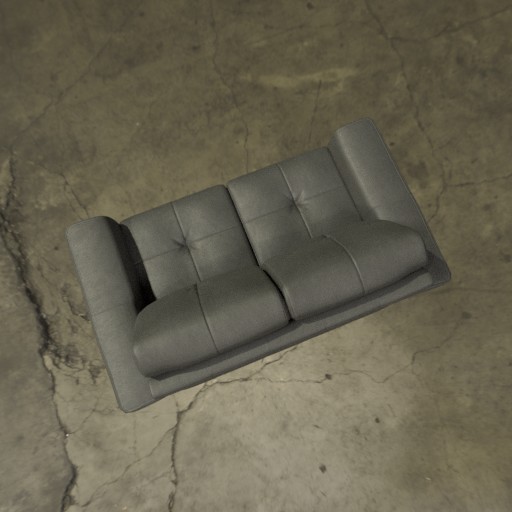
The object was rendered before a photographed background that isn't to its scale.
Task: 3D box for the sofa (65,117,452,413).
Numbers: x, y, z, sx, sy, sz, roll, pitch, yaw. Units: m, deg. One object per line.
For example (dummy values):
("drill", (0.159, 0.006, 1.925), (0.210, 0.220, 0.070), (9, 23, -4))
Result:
("sofa", (0.000, 0.000, 2.352), (1.806, 0.907, 1.018), (-21, 77, -5))
